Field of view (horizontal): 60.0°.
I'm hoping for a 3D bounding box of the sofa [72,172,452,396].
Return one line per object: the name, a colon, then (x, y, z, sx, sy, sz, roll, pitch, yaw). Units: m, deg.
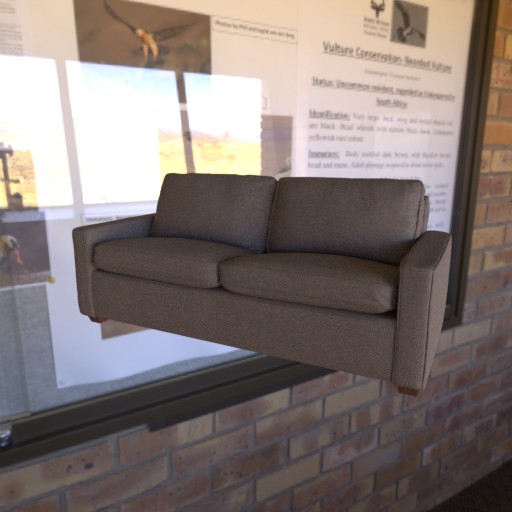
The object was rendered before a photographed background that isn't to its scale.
sofa: (0.000, 0.000, 2.619, 2.080, 0.919, 0.940, 7, 15, 26)
